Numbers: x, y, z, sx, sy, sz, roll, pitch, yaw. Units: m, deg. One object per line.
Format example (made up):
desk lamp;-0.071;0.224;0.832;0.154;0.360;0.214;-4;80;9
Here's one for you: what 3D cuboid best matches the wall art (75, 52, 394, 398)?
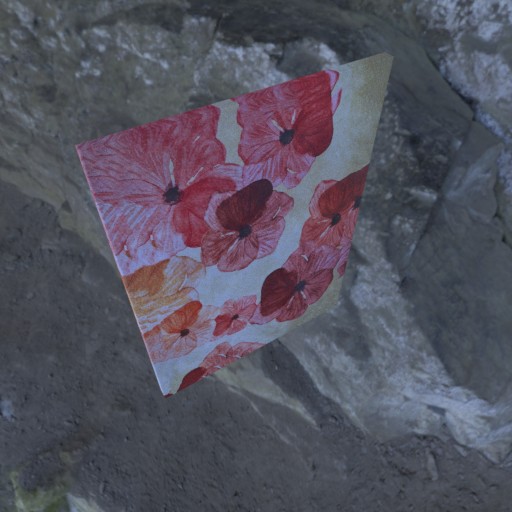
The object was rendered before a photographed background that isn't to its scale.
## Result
wall art;0.000;0.000;1.313;0.762;1.015;0.031;-24;52;-21
